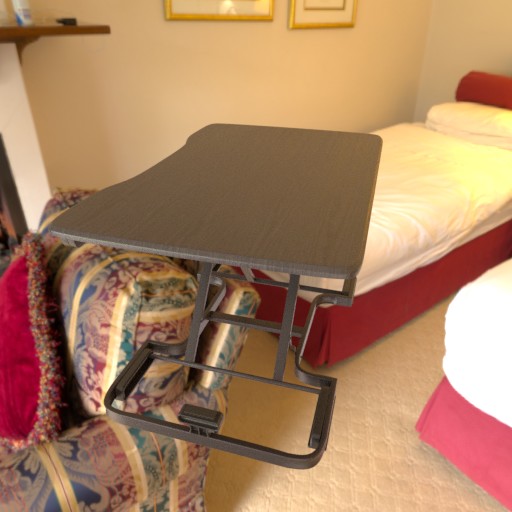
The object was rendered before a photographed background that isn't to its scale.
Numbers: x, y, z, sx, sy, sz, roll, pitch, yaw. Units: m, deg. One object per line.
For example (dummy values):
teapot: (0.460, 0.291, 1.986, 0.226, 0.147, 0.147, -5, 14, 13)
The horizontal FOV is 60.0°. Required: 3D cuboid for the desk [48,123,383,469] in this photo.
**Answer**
desk: (0.000, 0.000, 1.144, 0.546, 0.470, 0.820, 8, 31, 14)
